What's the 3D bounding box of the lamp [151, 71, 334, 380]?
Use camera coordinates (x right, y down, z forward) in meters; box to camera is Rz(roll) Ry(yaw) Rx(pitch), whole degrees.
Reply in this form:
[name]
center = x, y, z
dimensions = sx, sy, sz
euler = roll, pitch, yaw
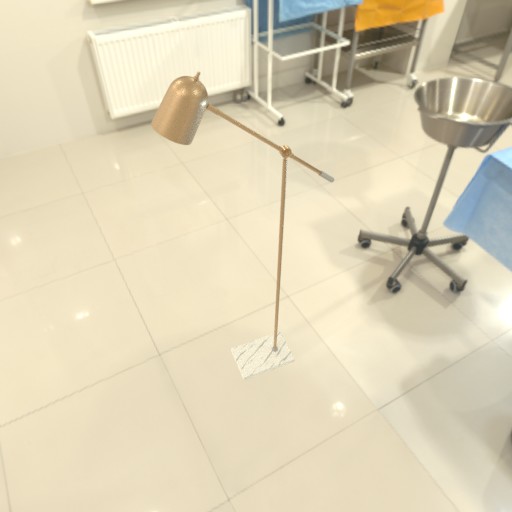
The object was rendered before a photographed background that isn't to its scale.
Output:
[lamp]
center = 0.000, 0.000, 1.843
dimensions = 0.653, 1.594, 0.194
euler = -16, 48, -16
